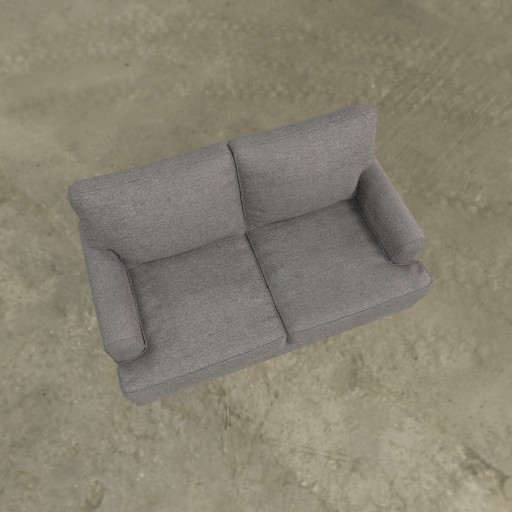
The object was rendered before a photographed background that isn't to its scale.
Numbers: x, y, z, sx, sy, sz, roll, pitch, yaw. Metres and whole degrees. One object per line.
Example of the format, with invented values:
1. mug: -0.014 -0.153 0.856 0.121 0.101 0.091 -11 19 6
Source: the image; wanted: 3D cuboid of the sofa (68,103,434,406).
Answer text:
1. sofa: 0.000 0.000 2.302 1.651 0.965 0.965 -18 64 -9
